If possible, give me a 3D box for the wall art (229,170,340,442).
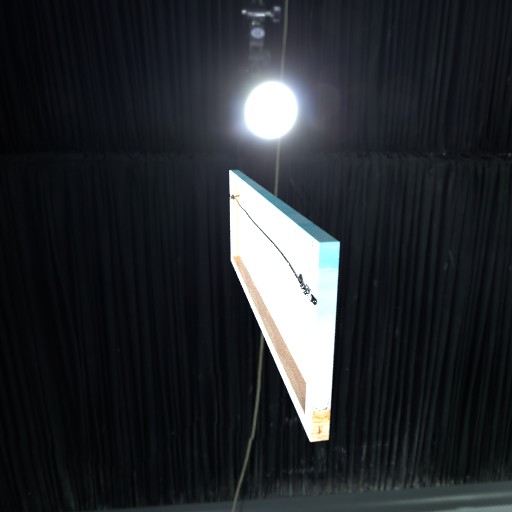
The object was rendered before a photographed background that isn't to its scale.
[{"bbox_3d":[0.000,0.000,0.861,0.044,0.254,0.759,-3,17,-10],"label":"wall art"}]
